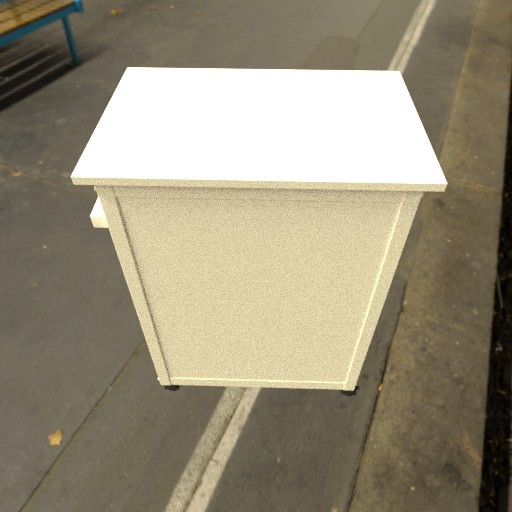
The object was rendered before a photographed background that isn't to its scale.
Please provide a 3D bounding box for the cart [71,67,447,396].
[{"bbox_3d":[0.000,0.000,1.248,0.683,0.864,0.442,1,47,1],"label":"cart"}]
